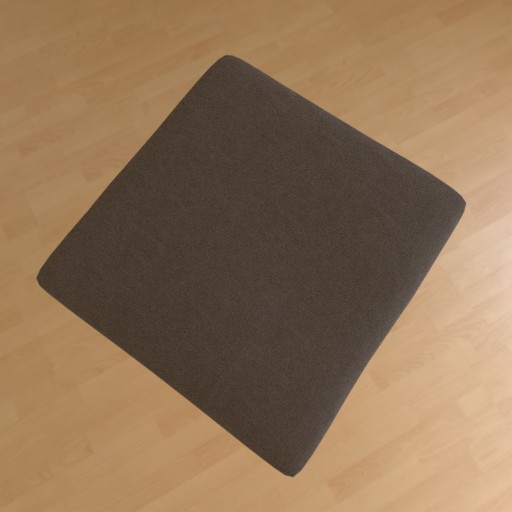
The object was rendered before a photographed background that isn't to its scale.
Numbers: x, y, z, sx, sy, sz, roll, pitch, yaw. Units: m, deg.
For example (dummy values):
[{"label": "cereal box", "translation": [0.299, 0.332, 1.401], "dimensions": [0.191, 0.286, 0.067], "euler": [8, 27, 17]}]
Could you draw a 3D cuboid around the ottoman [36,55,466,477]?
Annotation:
[{"label": "ottoman", "translation": [0.000, 0.000, 1.370], "dimensions": [0.861, 0.482, 0.881], "euler": [35, 78, 8]}]
